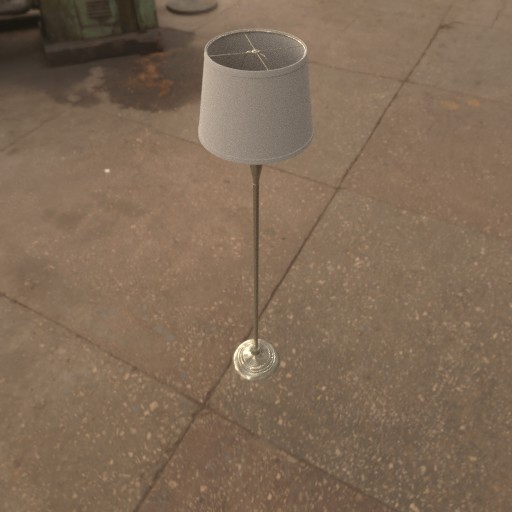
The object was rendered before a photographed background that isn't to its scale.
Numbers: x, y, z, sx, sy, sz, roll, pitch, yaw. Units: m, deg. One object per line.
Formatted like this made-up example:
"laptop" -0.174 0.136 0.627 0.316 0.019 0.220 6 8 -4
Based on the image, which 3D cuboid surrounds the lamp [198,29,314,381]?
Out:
"lamp" 0.000 0.000 1.645 0.327 1.506 0.327 23 51 20
